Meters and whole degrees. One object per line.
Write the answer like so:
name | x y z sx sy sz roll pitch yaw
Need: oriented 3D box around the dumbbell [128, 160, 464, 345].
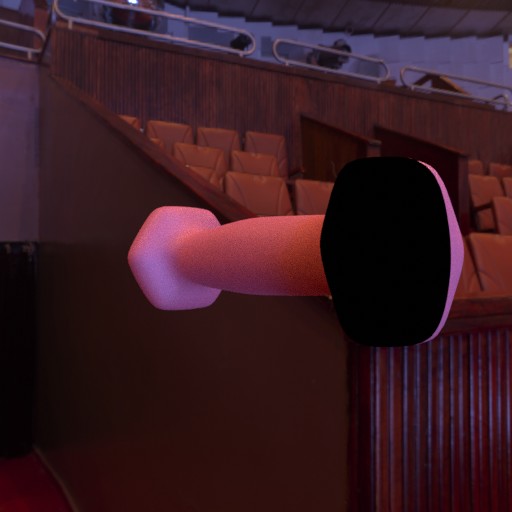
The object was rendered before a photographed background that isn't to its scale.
dumbbell | 0.000 0.000 0.144 0.047 0.043 0.123 1 -2 -35
